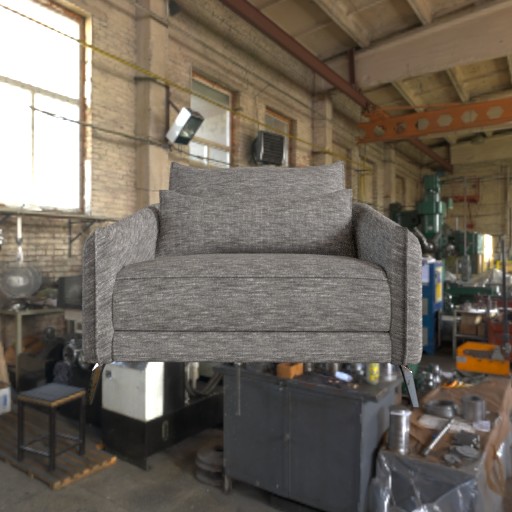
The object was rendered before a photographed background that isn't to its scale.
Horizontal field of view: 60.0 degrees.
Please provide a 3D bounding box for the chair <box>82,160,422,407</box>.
[{"bbox_3d":[0.000,0.000,1.603,1.004,0.842,0.805,0,0,1],"label":"chair"}]
